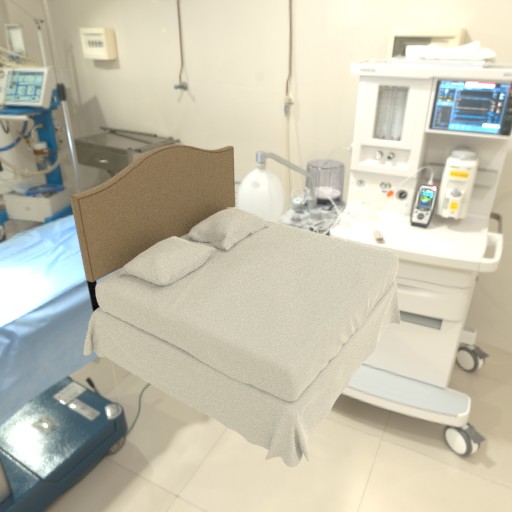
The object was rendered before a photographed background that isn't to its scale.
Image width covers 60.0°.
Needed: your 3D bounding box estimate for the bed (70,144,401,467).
[{"bbox_3d":[0.000,0.000,3.876,2.222,1.651,2.311,18,32,30],"label":"bed"}]
